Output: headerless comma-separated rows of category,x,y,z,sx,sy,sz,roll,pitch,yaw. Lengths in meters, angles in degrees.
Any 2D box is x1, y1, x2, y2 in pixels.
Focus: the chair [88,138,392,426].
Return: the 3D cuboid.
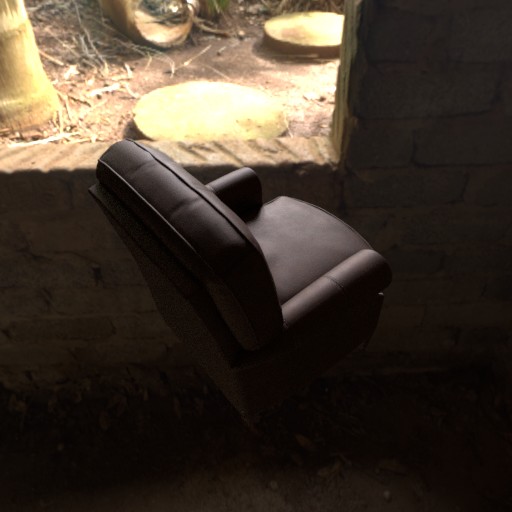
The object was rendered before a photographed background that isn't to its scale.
chair,0.000,0.000,1.811,0.986,1.018,0.936,-27,47,-28
